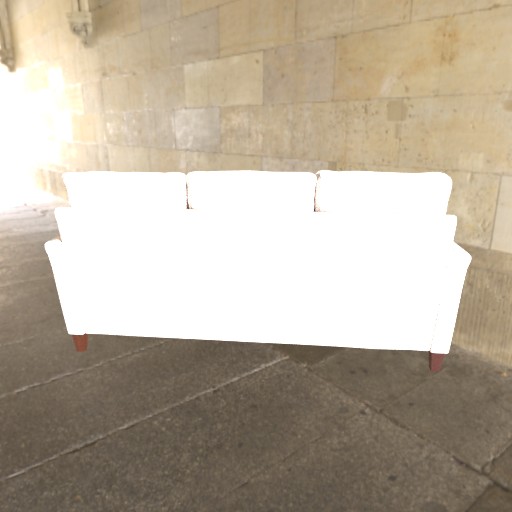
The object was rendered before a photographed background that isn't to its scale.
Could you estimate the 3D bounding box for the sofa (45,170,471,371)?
[{"bbox_3d":[0.000,0.000,2.371,1.925,0.961,0.828,2,16,6],"label":"sofa"}]
